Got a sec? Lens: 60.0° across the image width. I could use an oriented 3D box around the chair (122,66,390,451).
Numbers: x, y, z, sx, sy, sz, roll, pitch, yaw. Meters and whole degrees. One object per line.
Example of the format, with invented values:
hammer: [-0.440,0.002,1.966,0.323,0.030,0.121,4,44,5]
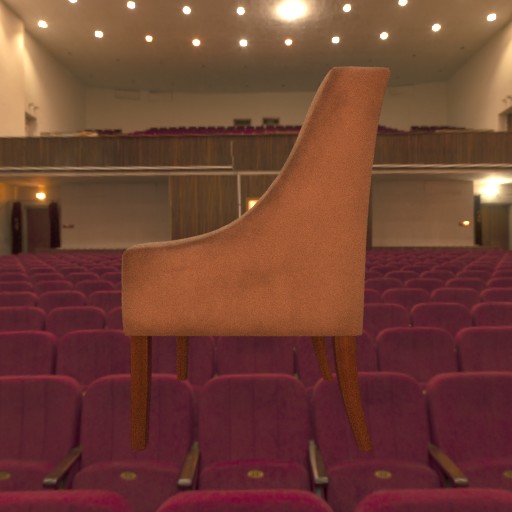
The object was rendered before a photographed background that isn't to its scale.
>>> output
chair: [0.000,0.000,1.320,0.629,0.895,0.629,0,0,1]
